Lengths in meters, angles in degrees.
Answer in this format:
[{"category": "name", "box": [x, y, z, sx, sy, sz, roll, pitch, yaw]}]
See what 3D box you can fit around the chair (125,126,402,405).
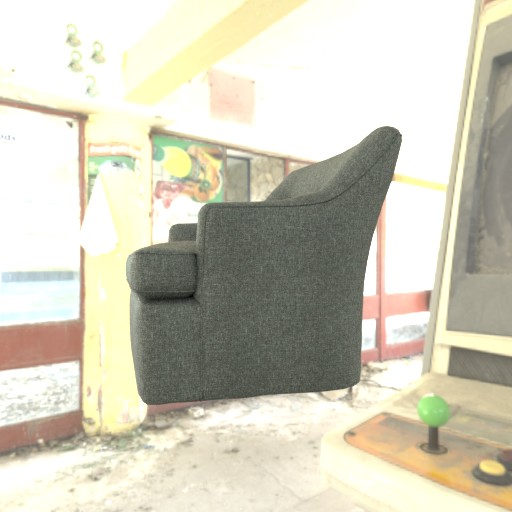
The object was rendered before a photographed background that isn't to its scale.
[{"category": "chair", "box": [0.000, 0.000, 1.647, 0.923, 0.856, 0.864, 0, -1, -17]}]
